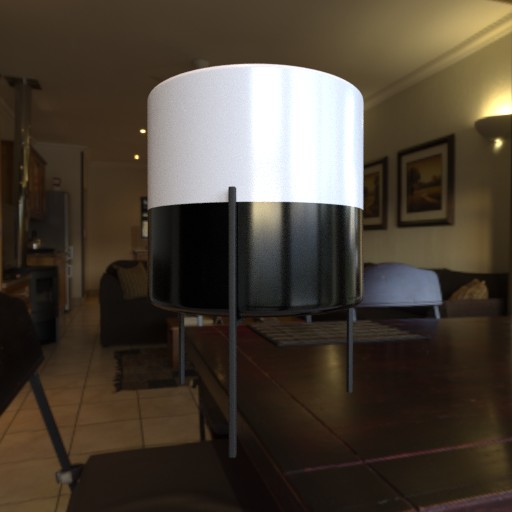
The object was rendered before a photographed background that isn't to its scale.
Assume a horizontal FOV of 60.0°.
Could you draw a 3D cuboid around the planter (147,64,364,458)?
[{"bbox_3d":[0.000,0.000,0.643,0.310,0.432,0.310,-1,1,-36],"label":"planter"}]
